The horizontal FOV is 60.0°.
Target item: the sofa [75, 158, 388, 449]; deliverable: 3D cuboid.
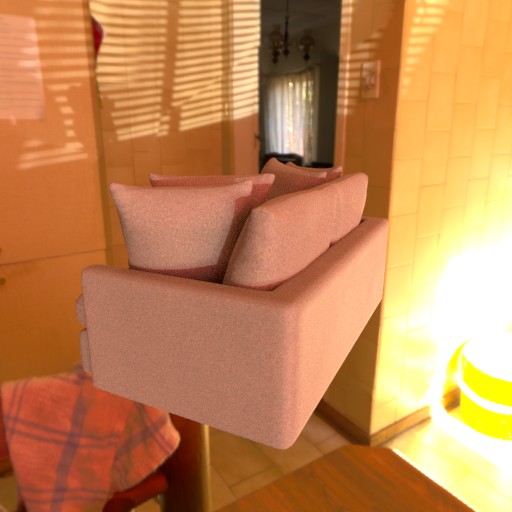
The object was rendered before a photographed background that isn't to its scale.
[{"bbox_3d":[0.000,0.000,2.670,1.228,1.080,1.869,8,18,25],"label":"sofa"}]
